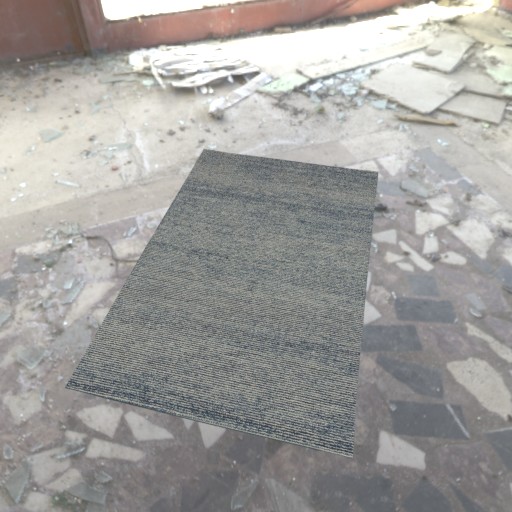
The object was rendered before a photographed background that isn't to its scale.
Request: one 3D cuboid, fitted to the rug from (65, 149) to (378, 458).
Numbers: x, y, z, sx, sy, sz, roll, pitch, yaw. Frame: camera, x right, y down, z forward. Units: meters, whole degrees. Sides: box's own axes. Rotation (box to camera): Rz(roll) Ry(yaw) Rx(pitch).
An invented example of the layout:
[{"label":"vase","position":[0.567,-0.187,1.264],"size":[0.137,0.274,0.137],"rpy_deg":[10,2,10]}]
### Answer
[{"label":"rug","position":[0.000,0.000,2.265],"size":[1.145,0.021,1.777],"rpy_deg":[10,47,9]}]
